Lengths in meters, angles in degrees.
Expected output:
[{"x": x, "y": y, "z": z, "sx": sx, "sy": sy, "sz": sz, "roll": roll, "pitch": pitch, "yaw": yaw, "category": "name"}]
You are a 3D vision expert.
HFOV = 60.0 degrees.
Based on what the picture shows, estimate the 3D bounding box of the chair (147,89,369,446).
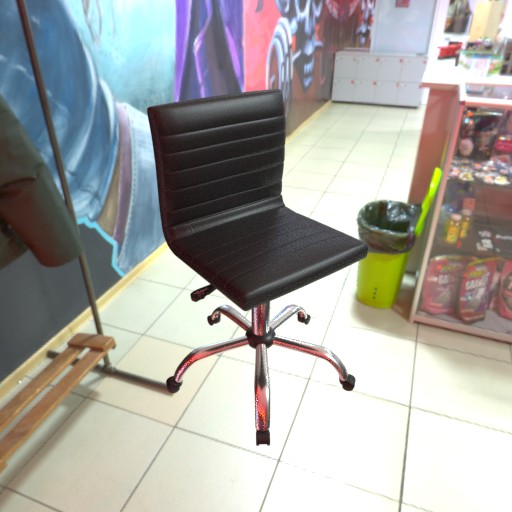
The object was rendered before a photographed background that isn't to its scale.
[{"x": 0.000, "y": 0.000, "z": 1.191, "sx": 0.556, "sy": 0.780, "sz": 0.530, "roll": -21, "pitch": 36, "yaw": -31, "category": "chair"}]
